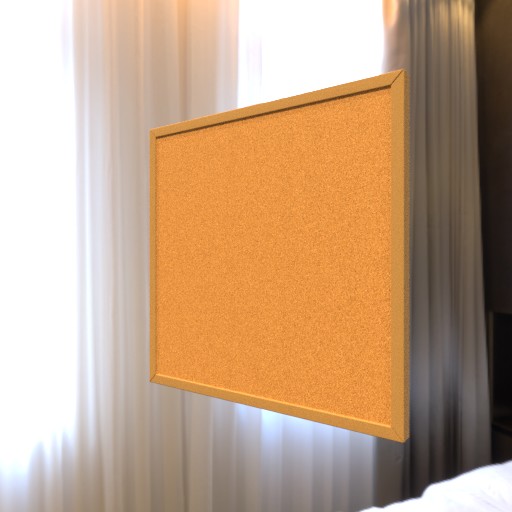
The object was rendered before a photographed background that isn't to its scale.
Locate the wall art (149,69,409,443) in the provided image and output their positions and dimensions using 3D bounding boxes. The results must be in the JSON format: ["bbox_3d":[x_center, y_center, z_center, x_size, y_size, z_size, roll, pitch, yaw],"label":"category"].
[{"bbox_3d":[0.000,0.000,1.134,0.761,0.761,0.037,0,0,35],"label":"wall art"}]
